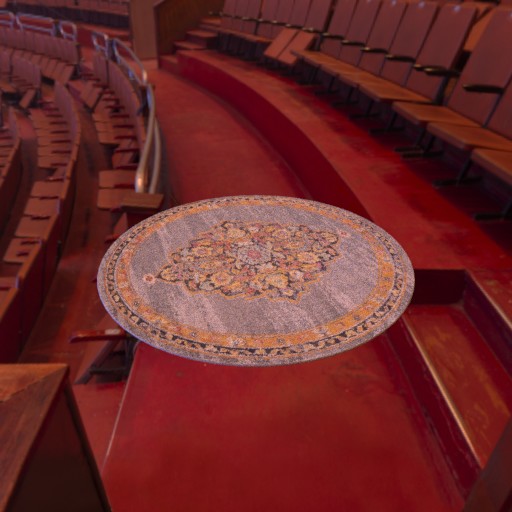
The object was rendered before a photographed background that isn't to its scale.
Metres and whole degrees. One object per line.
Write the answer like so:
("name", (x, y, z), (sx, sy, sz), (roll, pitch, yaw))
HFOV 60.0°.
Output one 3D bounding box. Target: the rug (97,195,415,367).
("rug", (0.000, 0.000, 3.477), (2.382, 0.014, 2.382), (0, 31, 0))
